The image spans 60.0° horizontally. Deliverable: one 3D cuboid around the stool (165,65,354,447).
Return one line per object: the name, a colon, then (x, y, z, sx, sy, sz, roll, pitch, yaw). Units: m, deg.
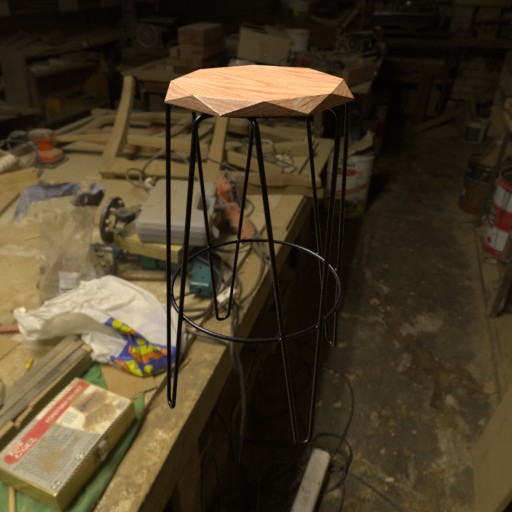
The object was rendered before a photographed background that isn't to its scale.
stool: (0.000, 0.000, 0.812, 0.326, 0.610, 0.326, 11, 34, 16)
